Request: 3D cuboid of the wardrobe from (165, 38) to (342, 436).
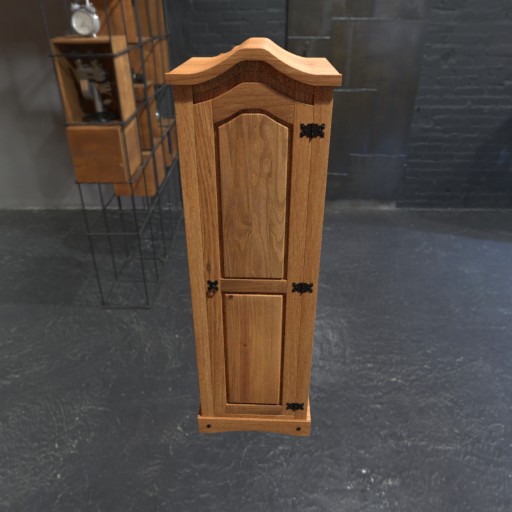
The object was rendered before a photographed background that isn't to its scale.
[{"bbox_3d":[0.000,0.000,2.141,0.590,1.870,0.570,1,30,2],"label":"wardrobe"}]
